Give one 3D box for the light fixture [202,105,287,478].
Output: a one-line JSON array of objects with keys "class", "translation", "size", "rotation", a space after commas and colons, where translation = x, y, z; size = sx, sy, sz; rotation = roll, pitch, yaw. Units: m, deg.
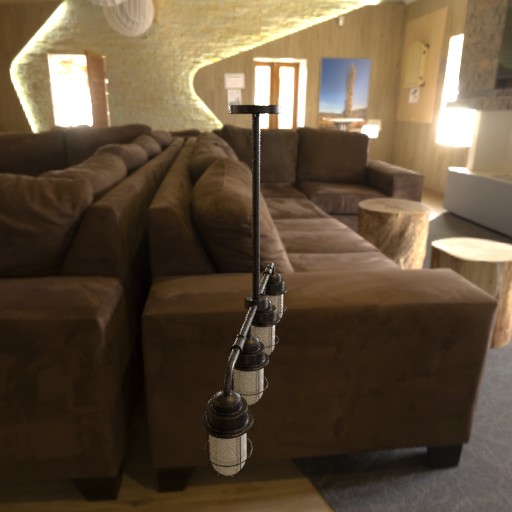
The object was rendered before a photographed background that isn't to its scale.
[{"class": "light fixture", "translation": [0.000, 0.000, 1.219], "size": [0.131, 0.785, 0.852], "rotation": [3, 18, 9]}]
